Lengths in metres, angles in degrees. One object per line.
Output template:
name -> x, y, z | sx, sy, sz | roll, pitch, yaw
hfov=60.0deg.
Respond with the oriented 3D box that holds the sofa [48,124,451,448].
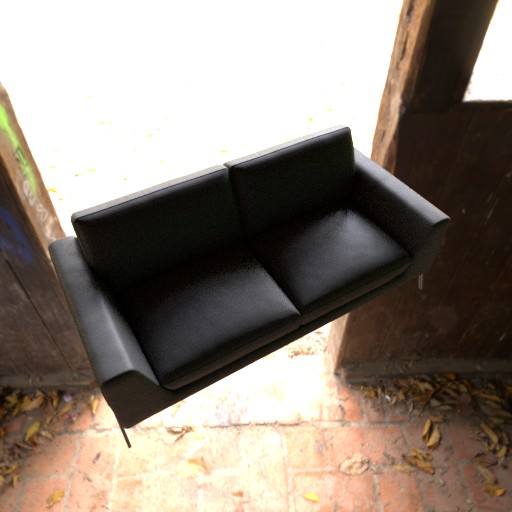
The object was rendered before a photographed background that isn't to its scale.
sofa -> 0.000, 0.000, 2.518 | 2.017, 0.875, 0.953 | -23, 51, -21
